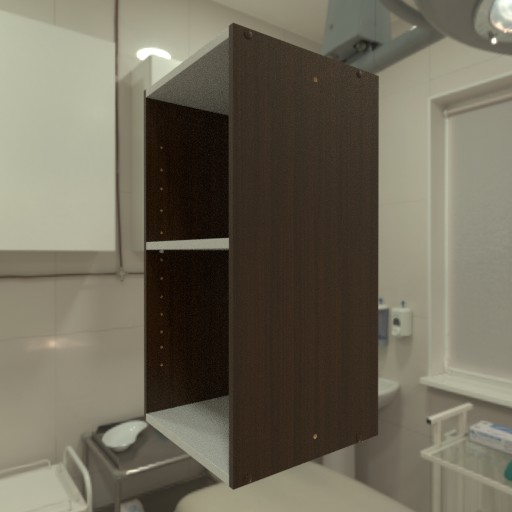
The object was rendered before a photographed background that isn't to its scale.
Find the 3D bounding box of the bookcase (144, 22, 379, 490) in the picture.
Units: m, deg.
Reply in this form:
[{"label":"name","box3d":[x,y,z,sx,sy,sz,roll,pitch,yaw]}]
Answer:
[{"label":"bookcase","box3d":[0.000,0.000,0.774,0.290,0.600,0.300,0,0,-36]}]
